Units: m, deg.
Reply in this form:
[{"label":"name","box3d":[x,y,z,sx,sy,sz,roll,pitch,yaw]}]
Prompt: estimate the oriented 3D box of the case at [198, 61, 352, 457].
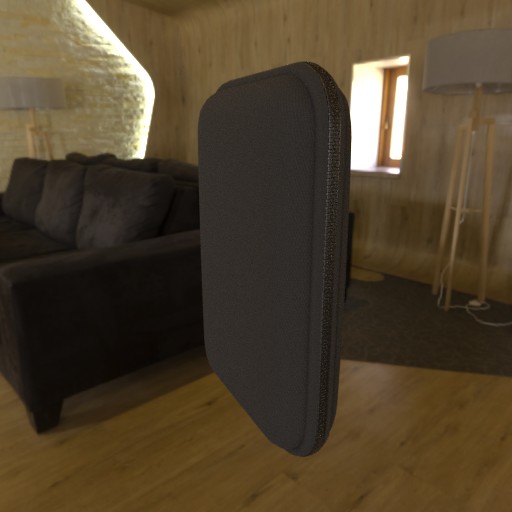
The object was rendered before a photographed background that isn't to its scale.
[{"label":"case","box3d":[0.000,0.000,0.193,0.030,0.147,0.107,-7,17,-26]}]
